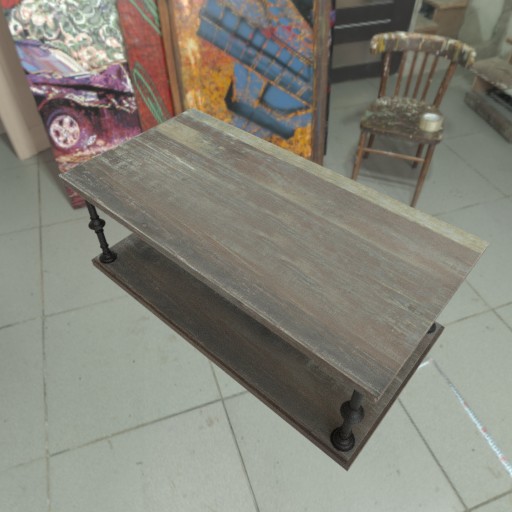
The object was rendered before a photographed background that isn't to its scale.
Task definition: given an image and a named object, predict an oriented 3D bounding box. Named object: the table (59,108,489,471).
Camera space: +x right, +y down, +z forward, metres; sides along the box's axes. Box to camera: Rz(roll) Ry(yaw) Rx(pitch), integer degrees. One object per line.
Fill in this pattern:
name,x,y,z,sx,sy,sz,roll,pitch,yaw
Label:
table,0.000,0.000,1.370,1.088,0.399,0.554,32,54,27
